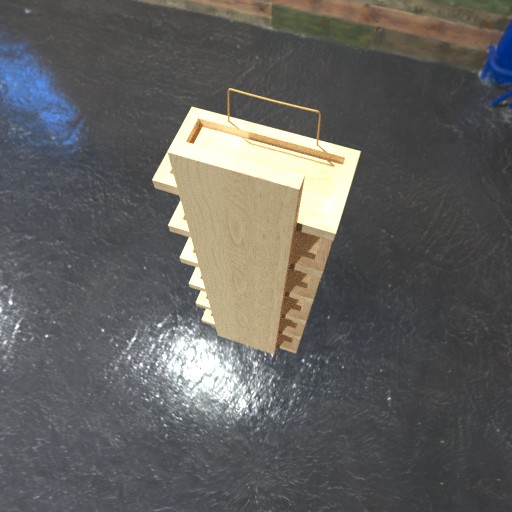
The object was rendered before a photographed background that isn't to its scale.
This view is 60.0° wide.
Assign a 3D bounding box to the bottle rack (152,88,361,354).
[{"bbox_3d":[0.000,0.000,1.088,0.330,0.943,0.206,17,65,8],"label":"bottle rack"}]
